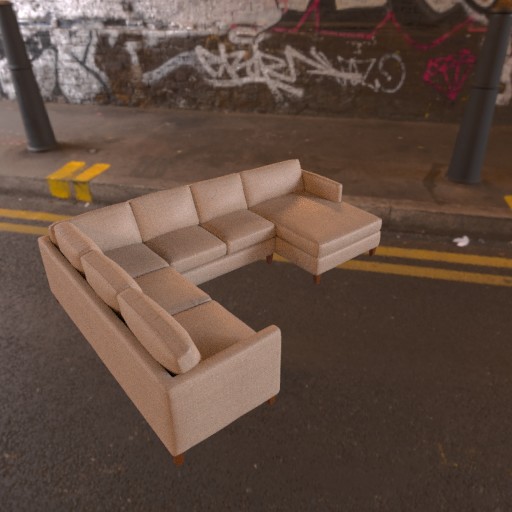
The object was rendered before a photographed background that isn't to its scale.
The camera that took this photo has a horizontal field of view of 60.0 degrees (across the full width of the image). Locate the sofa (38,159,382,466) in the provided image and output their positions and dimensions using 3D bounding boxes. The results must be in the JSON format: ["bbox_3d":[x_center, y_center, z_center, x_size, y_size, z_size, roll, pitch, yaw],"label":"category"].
[{"bbox_3d":[0.000,0.000,4.515,3.460,0.961,2.594,-22,36,-33],"label":"sofa"}]
